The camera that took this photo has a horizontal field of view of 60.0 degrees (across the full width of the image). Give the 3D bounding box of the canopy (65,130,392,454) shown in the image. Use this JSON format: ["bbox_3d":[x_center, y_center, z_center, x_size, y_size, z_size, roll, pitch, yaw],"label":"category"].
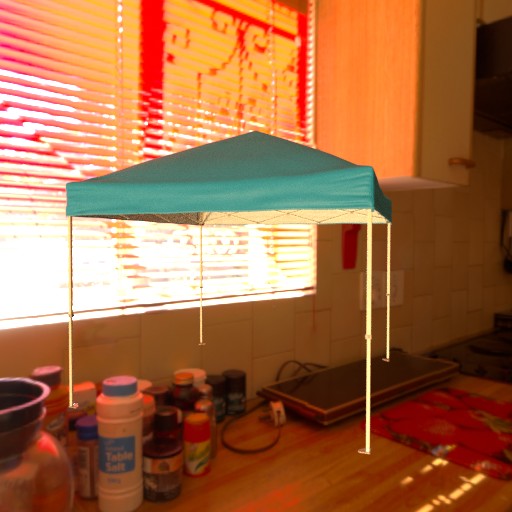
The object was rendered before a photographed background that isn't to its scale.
[{"bbox_3d":[0.000,0.000,5.329,2.998,2.997,2.996,1,2,20],"label":"canopy"}]
